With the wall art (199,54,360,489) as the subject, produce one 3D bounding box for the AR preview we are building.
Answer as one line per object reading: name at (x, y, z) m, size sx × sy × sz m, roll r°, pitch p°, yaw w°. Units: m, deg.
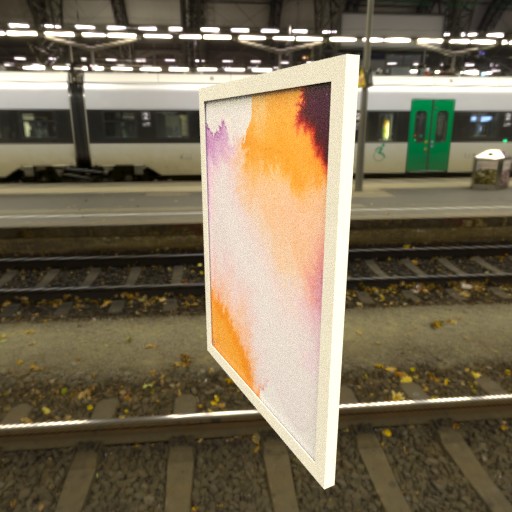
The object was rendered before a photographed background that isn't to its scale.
wall art at (0.000, 0.000, 1.076) m, size 0.026 × 0.811 × 0.661 m, roll -8°, pitch 18°, yaw -26°
